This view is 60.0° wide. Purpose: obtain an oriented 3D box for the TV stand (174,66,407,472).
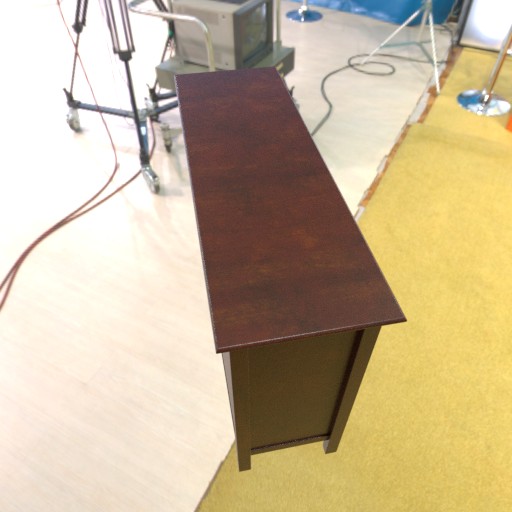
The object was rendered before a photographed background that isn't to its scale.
[{"bbox_3d":[0.000,0.000,1.783,0.445,0.915,1.372,-8,47,-8],"label":"TV stand"}]
